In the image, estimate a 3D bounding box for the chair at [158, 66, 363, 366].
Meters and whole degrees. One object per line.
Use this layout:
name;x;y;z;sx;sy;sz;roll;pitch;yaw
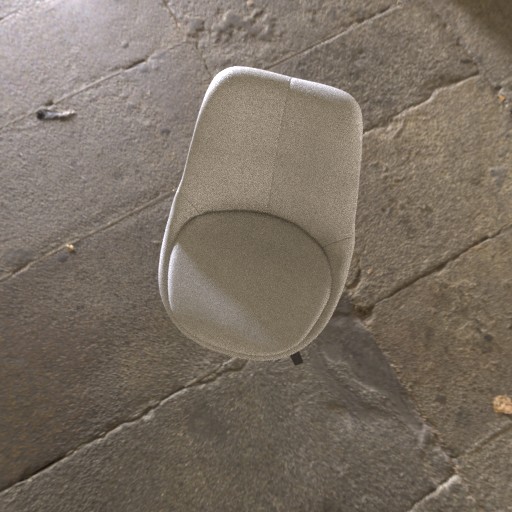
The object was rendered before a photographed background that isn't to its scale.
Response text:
chair;0.000;0.000;1.211;0.485;0.850;0.550;15;76;4
